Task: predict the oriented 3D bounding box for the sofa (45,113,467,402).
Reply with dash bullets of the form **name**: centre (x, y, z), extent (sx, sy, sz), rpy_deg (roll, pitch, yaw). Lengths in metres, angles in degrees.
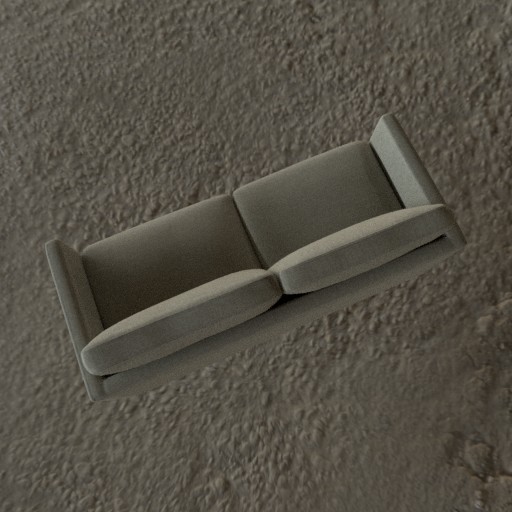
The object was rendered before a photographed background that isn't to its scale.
- **sofa**: centre (0.000, 0.000, 2.723), extent (2.208, 0.960, 0.956), rpy_deg (-22, 75, -6)
